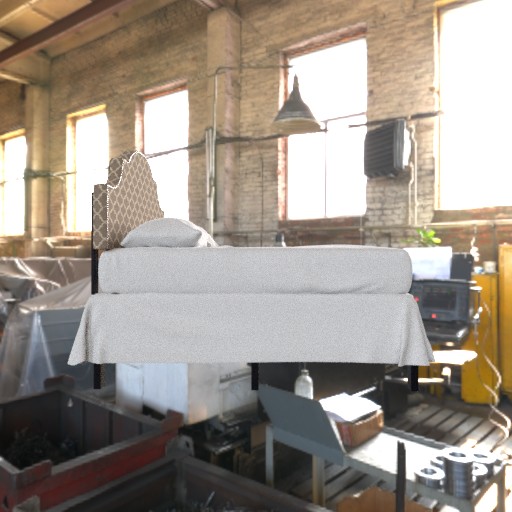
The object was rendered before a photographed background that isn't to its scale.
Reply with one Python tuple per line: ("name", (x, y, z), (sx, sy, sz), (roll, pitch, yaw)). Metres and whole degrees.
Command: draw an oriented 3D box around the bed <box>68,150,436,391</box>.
("bed", (0.000, 0.000, 3.485), (2.222, 1.633, 1.780), (0, 0, 1))
